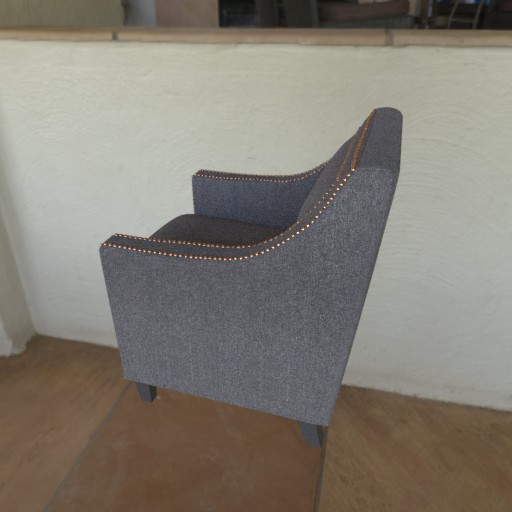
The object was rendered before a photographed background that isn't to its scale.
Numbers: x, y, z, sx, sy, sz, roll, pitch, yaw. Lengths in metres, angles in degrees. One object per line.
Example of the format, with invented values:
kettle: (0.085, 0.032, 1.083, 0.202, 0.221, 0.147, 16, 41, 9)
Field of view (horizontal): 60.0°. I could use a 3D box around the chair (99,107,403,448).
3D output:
chair: (0.000, 0.000, 1.622, 0.884, 0.967, 0.776, 8, 30, 15)
